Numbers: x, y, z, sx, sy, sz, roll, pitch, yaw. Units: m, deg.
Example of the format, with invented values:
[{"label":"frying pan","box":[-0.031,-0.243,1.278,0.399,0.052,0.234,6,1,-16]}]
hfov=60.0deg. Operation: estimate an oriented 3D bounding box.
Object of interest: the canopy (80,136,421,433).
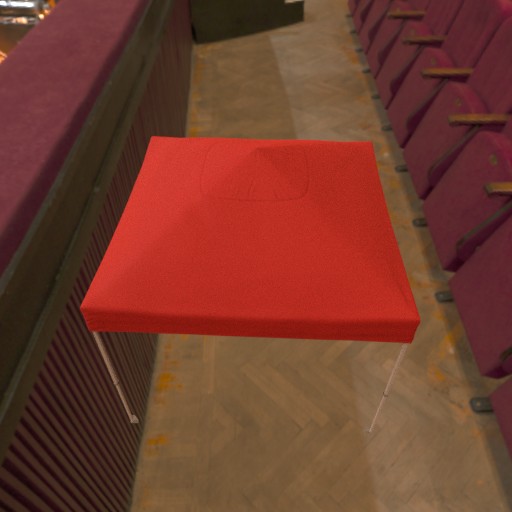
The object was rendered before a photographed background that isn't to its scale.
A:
[{"label":"canopy","box":[0.000,0.000,5.428,2.996,2.997,2.998,2,45,2]}]
